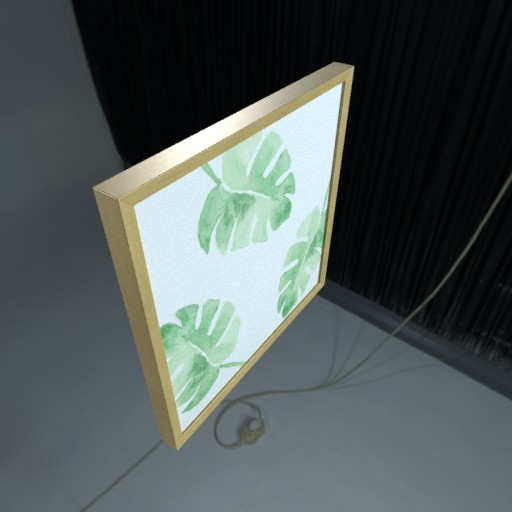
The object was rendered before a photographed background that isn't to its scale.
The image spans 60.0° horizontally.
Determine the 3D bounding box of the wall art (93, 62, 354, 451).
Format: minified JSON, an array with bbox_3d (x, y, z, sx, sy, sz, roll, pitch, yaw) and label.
[{"bbox_3d":[0.000,0.000,0.759,0.038,0.508,0.508,25,46,27],"label":"wall art"}]
